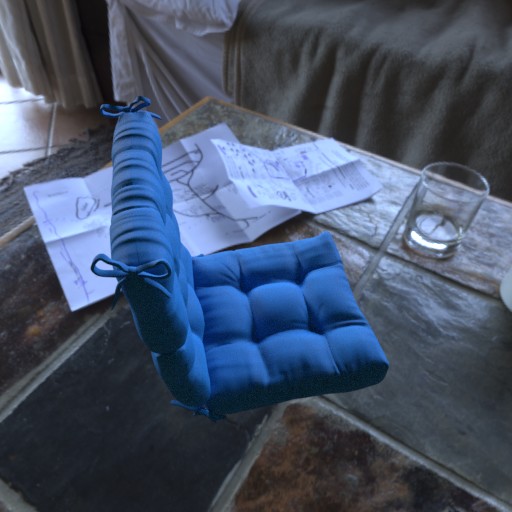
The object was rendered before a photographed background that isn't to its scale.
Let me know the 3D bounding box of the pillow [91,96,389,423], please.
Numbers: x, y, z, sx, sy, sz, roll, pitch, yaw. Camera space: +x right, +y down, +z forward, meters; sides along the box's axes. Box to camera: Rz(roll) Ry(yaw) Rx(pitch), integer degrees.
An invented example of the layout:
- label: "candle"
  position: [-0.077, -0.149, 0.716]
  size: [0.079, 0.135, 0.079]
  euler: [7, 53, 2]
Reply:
- label: "pillow"
  position: [0.000, 0.000, 1.012]
  size: [0.571, 0.605, 0.519]
  euler: [-9, 48, -8]
